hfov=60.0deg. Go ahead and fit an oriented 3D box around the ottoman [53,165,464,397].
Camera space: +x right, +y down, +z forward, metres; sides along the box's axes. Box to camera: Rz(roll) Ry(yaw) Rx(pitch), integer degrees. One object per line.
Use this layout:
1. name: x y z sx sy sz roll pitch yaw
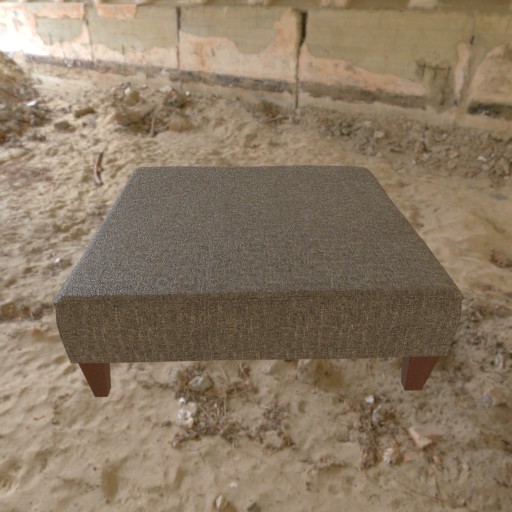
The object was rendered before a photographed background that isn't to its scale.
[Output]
1. ottoman: 0.000 0.000 1.550 1.016 0.379 0.981 -1 30 -1
